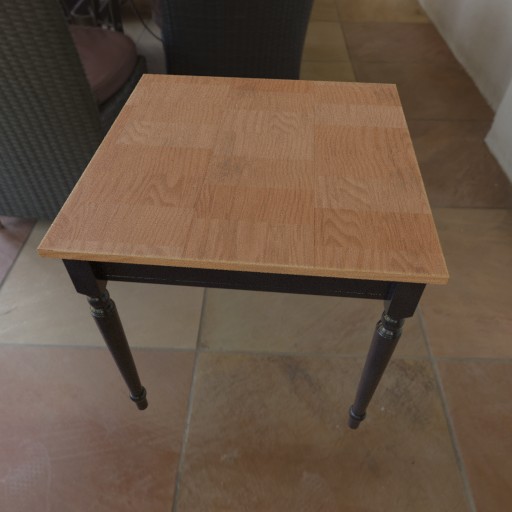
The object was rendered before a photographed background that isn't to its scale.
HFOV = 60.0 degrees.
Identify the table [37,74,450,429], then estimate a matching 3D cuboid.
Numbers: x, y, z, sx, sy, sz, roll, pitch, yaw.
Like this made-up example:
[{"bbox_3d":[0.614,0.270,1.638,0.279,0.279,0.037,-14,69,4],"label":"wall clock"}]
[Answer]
[{"bbox_3d":[0.000,0.000,1.318,0.747,0.738,0.747,4,46,4],"label":"table"}]
